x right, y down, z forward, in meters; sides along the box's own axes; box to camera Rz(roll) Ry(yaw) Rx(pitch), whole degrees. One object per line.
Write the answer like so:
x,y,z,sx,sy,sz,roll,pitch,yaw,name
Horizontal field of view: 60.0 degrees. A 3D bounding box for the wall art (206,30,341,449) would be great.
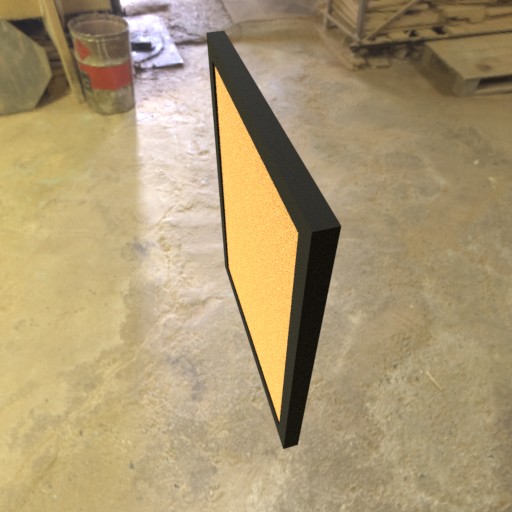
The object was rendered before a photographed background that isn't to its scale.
0.000,0.000,0.752,0.029,0.559,0.457,-12,49,-11,wall art
